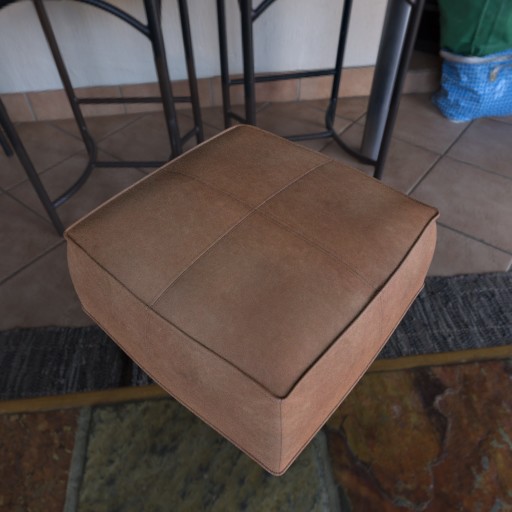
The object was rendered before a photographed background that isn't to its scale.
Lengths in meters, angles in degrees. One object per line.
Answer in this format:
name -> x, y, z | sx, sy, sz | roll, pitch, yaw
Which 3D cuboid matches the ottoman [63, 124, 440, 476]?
ottoman -> 0.000, 0.000, 1.408 | 0.902, 0.395, 0.901 | 31, 54, 26
